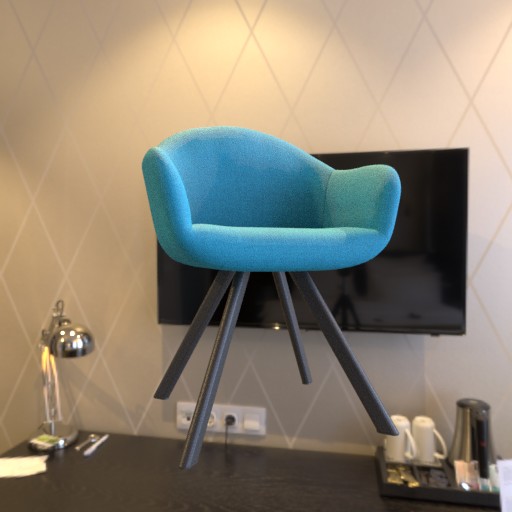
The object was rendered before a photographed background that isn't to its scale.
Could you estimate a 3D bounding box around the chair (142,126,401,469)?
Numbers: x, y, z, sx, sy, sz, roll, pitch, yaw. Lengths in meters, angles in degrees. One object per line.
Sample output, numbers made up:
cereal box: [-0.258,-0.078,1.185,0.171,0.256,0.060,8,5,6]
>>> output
chair: [0.000,0.000,1.163,0.590,0.795,0.550,0,0,-19]
